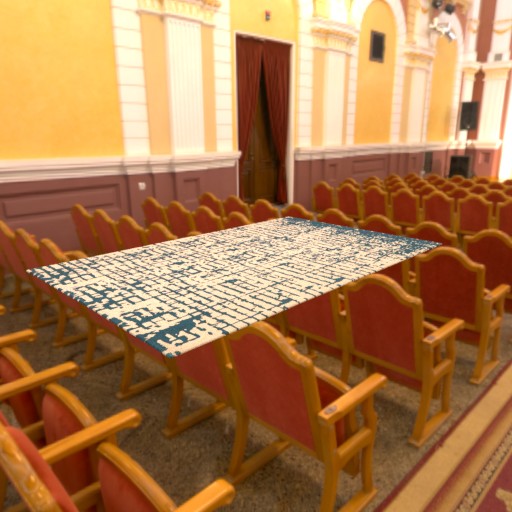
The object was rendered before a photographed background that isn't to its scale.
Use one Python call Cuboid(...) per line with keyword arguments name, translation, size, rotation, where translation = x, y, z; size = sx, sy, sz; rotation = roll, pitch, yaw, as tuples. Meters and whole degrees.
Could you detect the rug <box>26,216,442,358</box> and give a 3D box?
Cuboid(name="rug", translation=(0.000, 0.000, 3.007), size=(1.517, 0.011, 2.435), rotation=(15, 22, 43))
